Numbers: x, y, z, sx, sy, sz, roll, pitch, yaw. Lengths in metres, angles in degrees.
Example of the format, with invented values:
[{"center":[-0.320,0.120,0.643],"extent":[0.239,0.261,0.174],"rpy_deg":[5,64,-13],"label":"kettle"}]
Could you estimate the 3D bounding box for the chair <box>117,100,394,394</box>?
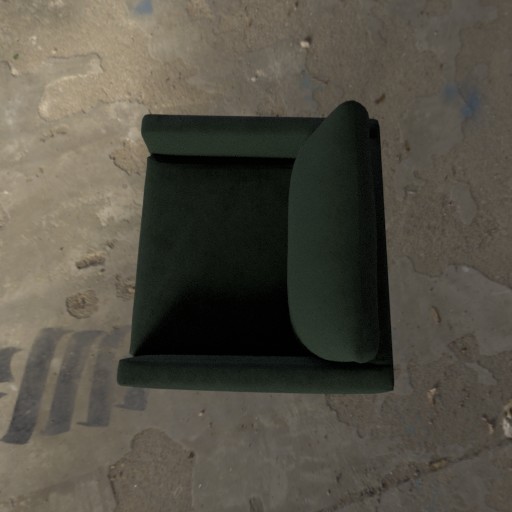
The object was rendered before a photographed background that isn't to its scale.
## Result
[{"center":[0.000,0.000,1.640],"extent":[0.866,0.861,0.963],"rpy_deg":[1,75,0],"label":"chair"}]
